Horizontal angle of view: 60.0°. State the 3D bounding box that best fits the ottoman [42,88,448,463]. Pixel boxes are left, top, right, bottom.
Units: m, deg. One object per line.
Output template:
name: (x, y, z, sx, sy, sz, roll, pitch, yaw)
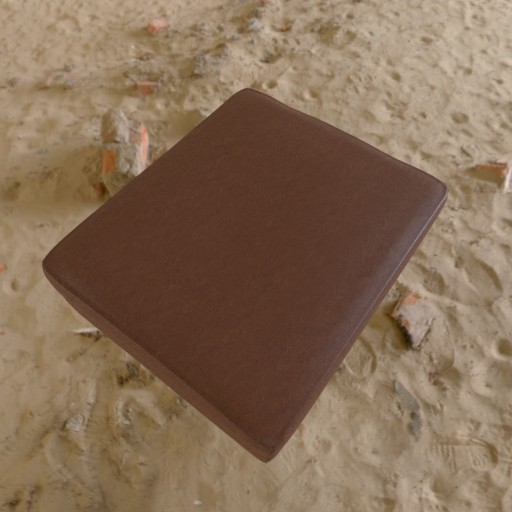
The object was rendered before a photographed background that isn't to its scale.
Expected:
ottoman: (0.000, 0.000, 1.463, 0.836, 0.472, 0.987, 32, 64, 18)
